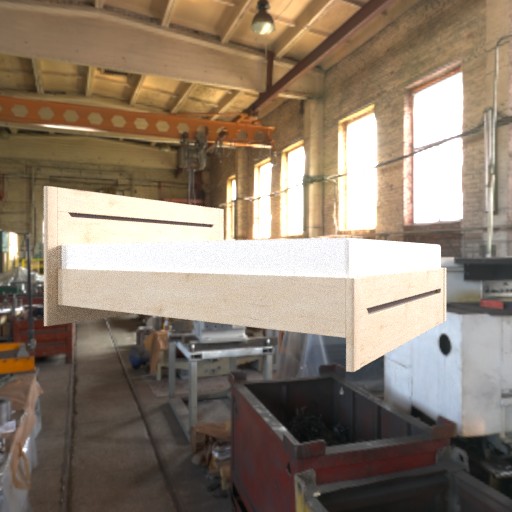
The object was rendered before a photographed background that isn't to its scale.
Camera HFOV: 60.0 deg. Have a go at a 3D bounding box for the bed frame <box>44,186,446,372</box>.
[{"bbox_3d":[0.000,0.000,2.999,2.080,0.900,1.800,0,0,35],"label":"bed frame"}]
